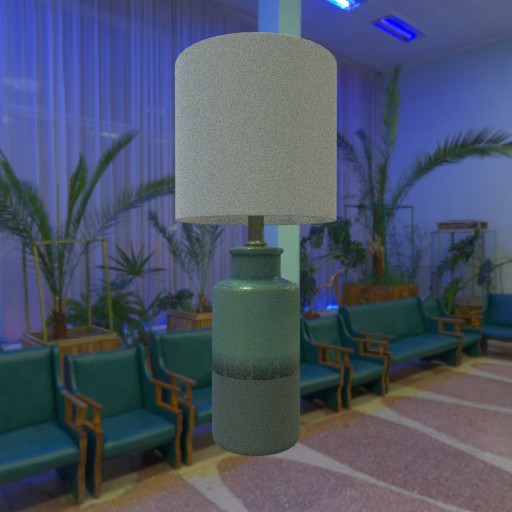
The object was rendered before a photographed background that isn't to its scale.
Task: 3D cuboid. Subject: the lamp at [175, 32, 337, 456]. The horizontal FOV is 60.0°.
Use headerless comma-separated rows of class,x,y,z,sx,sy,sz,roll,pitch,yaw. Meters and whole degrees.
lamp,0.000,0.000,0.594,0.212,0.493,0.212,-1,1,-37
